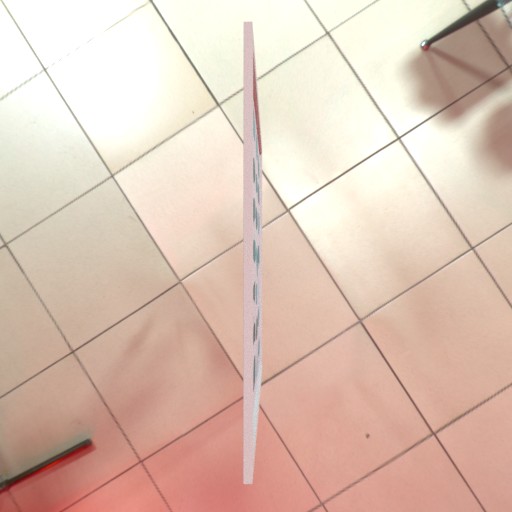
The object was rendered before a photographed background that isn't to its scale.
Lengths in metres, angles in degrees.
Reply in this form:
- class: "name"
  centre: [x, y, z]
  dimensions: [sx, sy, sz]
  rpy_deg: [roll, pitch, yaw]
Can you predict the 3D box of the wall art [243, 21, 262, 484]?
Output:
- class: "wall art"
  centre: [0.000, 0.000, 0.665]
  dimensions: [0.009, 0.457, 0.456]
  rpy_deg: [0, 88, 2]
